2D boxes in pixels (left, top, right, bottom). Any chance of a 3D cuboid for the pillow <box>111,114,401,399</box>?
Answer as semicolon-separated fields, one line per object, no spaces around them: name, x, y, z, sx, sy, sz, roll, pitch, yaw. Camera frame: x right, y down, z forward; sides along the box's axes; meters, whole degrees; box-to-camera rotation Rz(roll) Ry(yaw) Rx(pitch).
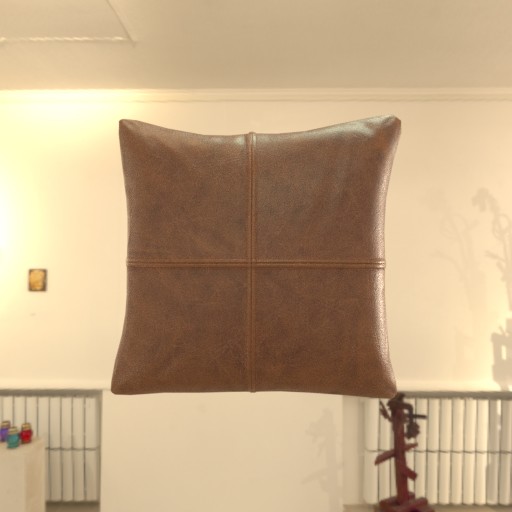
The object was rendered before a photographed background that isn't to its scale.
pillow;0.000;0.000;0.729;0.484;0.470;0.192;0;-1;1
